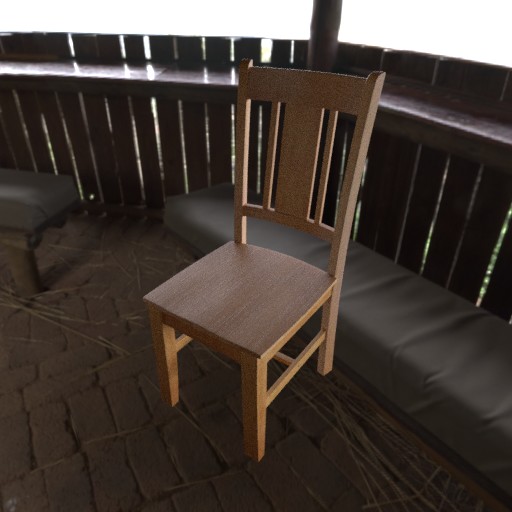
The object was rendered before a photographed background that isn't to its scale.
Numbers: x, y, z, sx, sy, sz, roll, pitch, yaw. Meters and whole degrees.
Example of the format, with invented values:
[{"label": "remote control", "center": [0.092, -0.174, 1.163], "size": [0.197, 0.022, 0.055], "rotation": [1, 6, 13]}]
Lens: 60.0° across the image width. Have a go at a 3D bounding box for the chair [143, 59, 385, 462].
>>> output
[{"label": "chair", "center": [0.000, 0.000, 1.316], "size": [0.450, 0.998, 0.556], "rotation": [20, 36, 30]}]
